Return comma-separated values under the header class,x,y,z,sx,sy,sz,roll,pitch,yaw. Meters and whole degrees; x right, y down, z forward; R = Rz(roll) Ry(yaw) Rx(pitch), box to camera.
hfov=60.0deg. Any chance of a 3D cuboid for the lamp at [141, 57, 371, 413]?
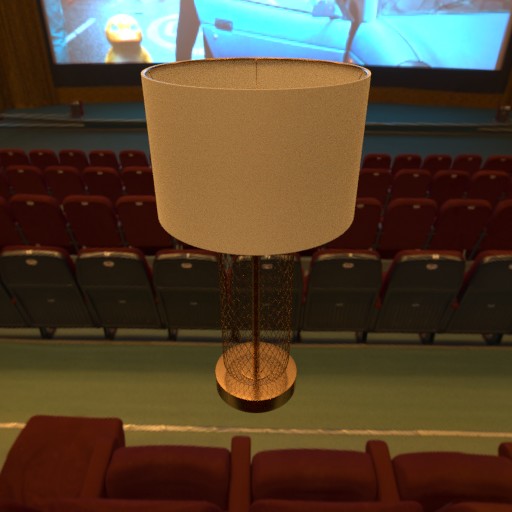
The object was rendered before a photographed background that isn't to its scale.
class,x,y,z,sx,sy,sz,roll,pitch,yaw
lamp,0.000,0.000,0.618,0.252,0.483,0.252,0,30,0
